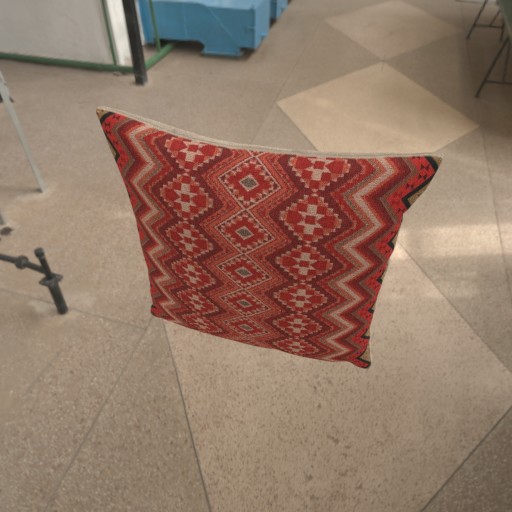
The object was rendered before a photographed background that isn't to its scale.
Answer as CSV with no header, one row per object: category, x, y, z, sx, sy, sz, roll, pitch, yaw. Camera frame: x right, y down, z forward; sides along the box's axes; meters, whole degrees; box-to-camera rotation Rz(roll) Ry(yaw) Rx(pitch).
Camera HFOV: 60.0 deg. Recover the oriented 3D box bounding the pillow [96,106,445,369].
pillow,0.000,0.000,0.807,0.513,0.511,0.158,12,45,12
